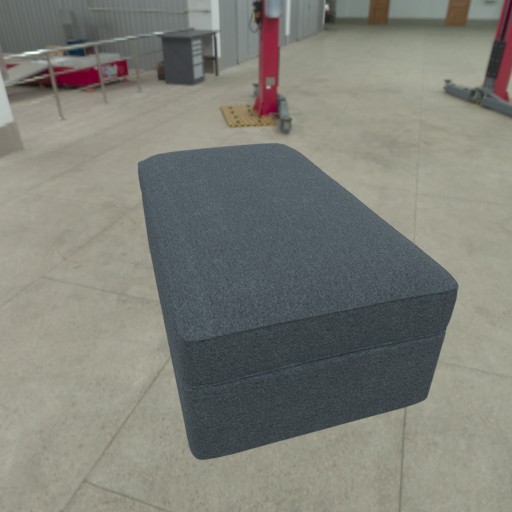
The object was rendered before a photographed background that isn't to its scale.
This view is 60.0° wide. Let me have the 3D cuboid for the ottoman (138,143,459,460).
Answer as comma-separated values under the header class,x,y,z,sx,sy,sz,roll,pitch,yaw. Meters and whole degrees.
class,x,y,z,sx,sy,sz,roll,pitch,yaw
ottoman,0.000,0.000,1.529,0.681,0.494,1.173,-9,32,-15
